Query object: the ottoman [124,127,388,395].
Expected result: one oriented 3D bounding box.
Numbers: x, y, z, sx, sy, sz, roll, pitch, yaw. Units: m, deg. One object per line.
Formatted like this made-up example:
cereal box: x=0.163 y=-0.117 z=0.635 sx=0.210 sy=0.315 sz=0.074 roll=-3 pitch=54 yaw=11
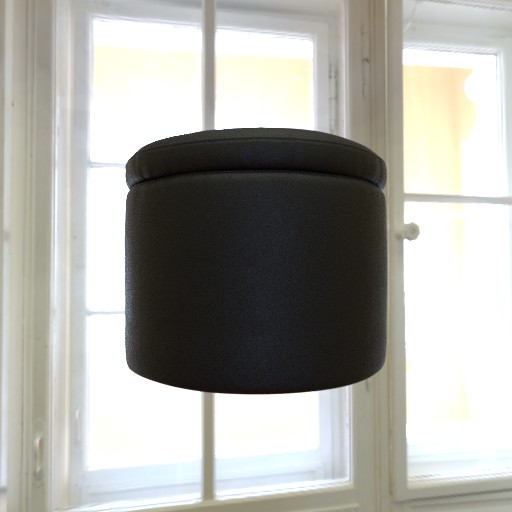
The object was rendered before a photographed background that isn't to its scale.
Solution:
ottoman: x=0.000 y=0.000 z=0.882 sx=0.501 sy=0.409 sz=0.501 roll=0 pitch=-1 yaw=0
